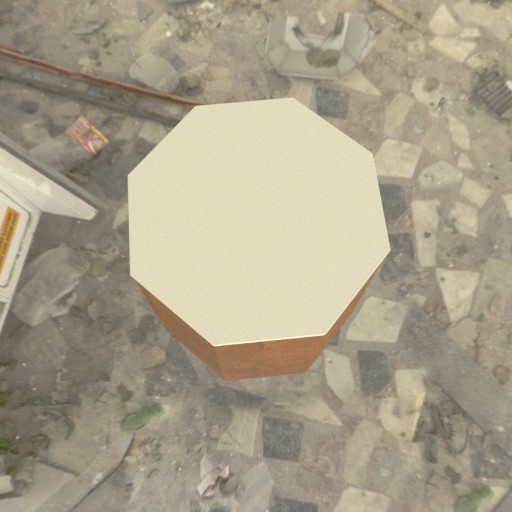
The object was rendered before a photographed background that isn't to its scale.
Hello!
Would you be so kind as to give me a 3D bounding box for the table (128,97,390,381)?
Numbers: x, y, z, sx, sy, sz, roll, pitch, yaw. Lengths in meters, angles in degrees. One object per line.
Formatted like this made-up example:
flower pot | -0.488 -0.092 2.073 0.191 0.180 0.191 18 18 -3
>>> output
table | 0.000 0.000 0.820 0.439 0.457 0.439 37 78 9
